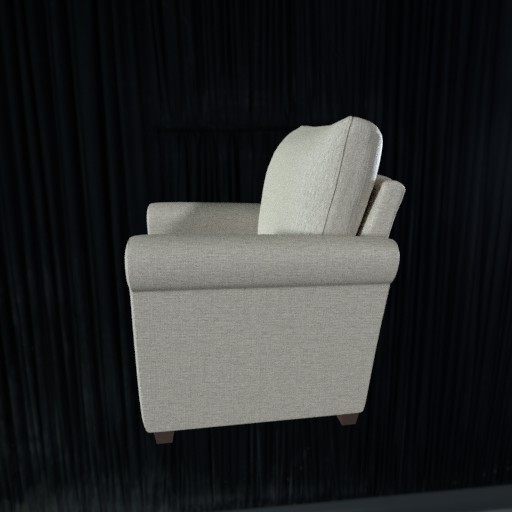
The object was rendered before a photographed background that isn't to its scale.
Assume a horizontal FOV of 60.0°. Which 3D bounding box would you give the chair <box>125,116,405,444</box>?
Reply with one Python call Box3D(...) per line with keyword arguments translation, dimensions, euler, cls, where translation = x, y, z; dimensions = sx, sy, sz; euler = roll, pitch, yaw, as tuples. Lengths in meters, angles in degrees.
Box3D(translation=(0.000, 0.000, 2.314), dimensions=(1.180, 1.349, 1.275), euler=(-2, 14, -9), cls="chair")
